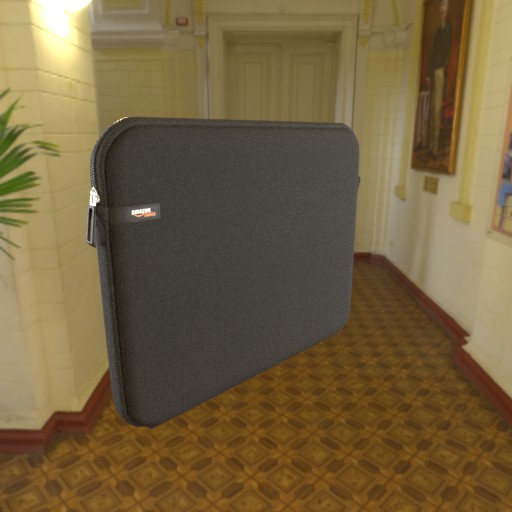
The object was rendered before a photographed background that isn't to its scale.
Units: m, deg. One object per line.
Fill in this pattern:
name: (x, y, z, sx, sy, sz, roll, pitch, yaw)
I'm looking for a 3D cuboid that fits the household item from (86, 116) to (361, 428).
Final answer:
household item: (0.000, 0.000, 0.520, 0.396, 0.305, 0.030, -15, 21, -43)
